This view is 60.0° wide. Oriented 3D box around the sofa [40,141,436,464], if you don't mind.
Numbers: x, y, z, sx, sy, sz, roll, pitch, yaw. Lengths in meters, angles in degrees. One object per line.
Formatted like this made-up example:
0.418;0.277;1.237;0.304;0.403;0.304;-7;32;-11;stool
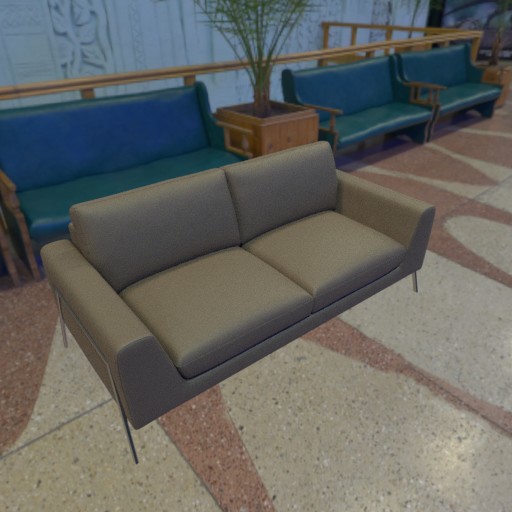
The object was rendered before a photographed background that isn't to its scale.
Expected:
0.000;0.000;2.490;2.017;0.875;0.953;-22;38;-32;sofa
